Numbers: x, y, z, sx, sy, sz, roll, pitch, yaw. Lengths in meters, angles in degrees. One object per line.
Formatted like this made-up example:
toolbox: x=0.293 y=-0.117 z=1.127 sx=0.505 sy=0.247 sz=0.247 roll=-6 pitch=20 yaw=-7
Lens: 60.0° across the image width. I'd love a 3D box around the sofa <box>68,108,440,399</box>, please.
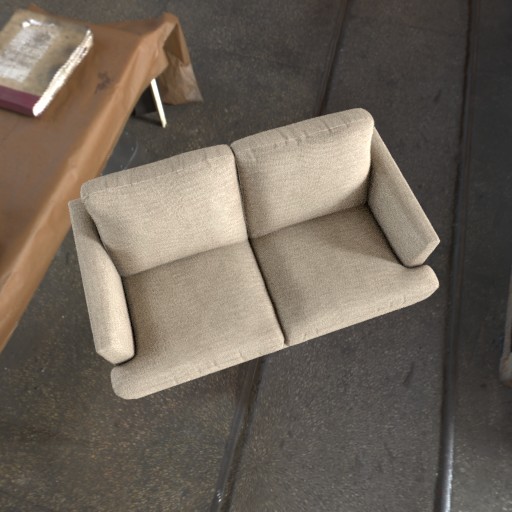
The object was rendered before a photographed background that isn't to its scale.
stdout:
sofa: x=0.000 y=0.000 z=2.180 sx=1.582 sy=0.944 sz=0.903 roll=-17 pitch=66 yaw=-8
